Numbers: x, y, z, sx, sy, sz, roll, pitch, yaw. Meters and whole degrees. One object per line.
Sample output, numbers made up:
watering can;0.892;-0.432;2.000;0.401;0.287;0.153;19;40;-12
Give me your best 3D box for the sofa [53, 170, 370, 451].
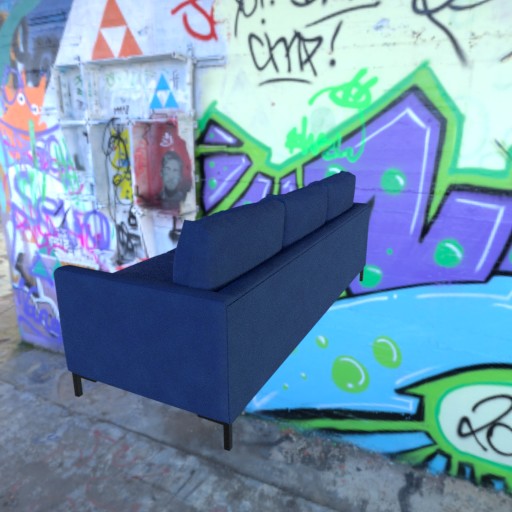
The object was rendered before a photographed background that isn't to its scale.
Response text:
sofa;0.000;0.000;2.694;0.875;0.879;2.252;8;18;25
